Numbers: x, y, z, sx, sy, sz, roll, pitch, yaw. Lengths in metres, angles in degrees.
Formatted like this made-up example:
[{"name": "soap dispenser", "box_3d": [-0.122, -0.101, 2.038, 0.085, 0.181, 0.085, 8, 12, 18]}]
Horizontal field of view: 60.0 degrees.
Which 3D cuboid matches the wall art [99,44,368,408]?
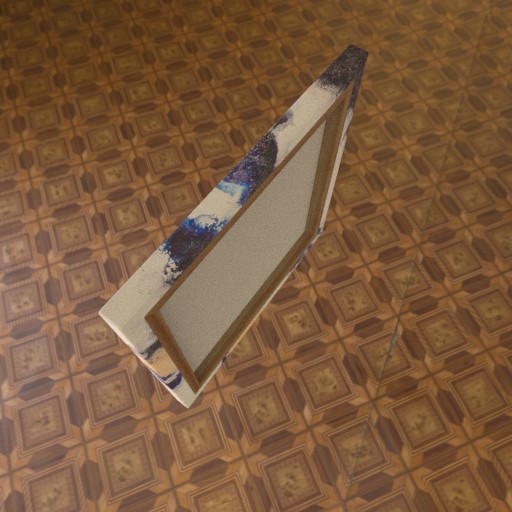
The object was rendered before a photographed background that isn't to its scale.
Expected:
[{"name": "wall art", "box_3d": [0.000, 0.000, 0.919, 0.039, 0.609, 0.609, 33, 67, 16]}]
